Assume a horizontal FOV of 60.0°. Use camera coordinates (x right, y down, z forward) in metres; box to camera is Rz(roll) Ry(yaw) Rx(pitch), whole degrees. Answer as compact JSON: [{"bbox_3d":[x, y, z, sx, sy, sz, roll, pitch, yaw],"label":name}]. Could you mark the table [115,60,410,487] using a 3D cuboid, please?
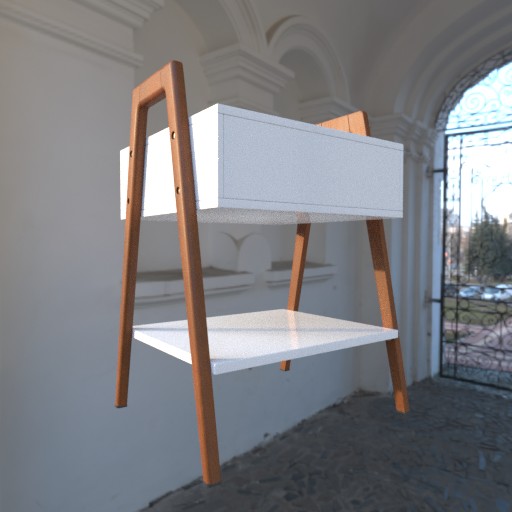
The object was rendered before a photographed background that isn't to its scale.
[{"bbox_3d":[0.000,0.000,0.886,0.457,0.610,0.405,-1,2,-36],"label":"table"}]
